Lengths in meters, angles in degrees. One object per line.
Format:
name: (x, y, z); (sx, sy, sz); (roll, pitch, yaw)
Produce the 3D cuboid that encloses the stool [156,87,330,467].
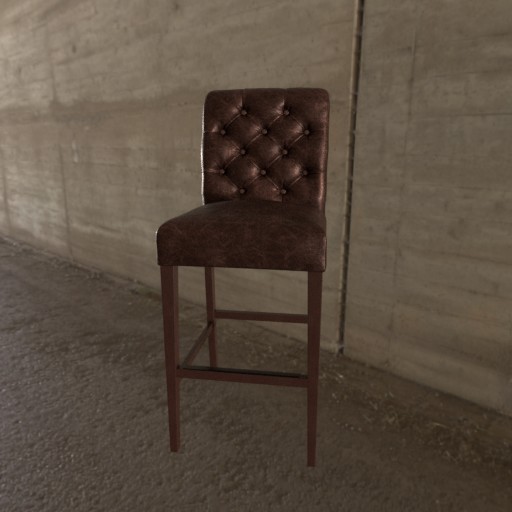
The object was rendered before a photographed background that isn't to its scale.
stool: (0.000, 0.000, 1.554); (0.483, 1.168, 0.659); (2, 15, 8)
